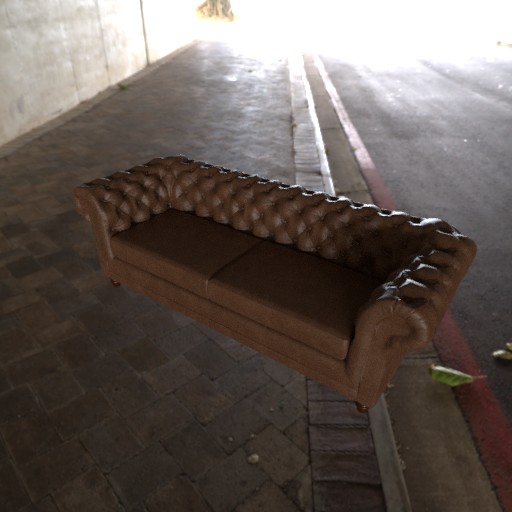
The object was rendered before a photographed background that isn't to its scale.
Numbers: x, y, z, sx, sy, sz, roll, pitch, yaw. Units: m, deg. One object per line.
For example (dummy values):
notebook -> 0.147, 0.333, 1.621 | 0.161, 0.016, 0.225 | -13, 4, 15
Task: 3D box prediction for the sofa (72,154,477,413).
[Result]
sofa -> 0.000, 0.000, 2.817 | 2.385, 0.783, 0.944 | 20, 36, 30
